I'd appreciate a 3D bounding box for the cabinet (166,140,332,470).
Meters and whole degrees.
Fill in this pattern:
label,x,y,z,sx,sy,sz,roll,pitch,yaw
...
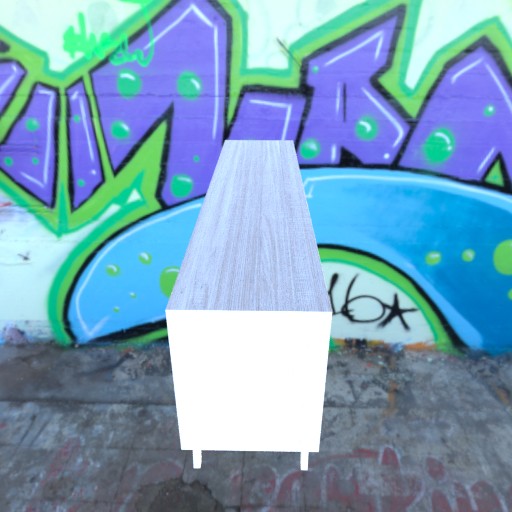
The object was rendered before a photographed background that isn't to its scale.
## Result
label,x,y,z,sx,sy,sz,roll,pitch,yaw
cabinet,0.000,0.000,2.484,0.500,0.780,2.200,1,28,1
